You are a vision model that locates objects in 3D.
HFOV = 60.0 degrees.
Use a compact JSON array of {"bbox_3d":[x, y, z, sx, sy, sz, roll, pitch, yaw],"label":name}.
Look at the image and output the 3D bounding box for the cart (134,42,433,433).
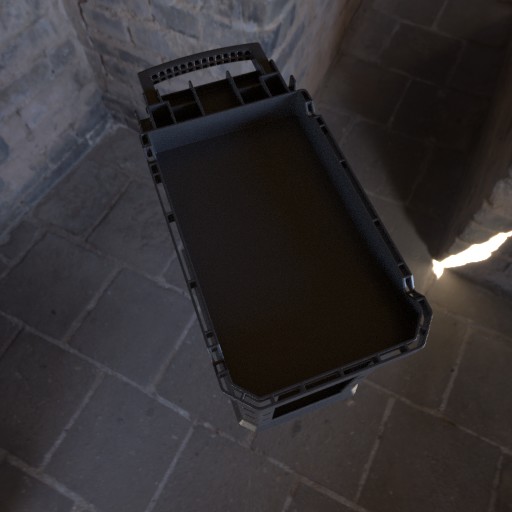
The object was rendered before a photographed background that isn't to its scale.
[{"bbox_3d":[0.000,0.000,1.535,0.497,0.884,1.061,-18,65,-9],"label":"cart"}]
